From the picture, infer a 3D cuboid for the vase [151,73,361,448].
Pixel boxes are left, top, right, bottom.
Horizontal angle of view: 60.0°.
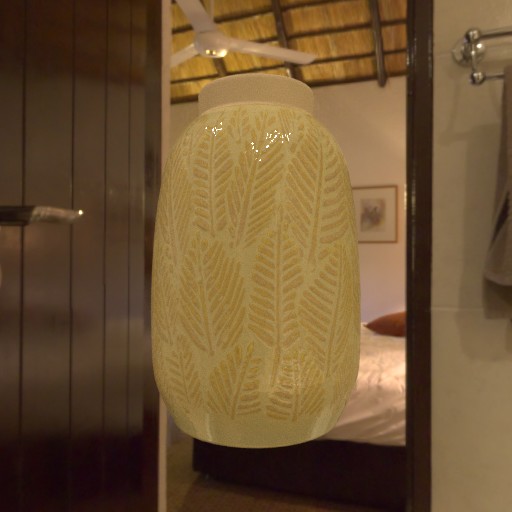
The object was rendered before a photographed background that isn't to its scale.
[{"bbox_3d":[0.000,0.000,0.374,0.172,0.270,0.172,0,-1,0],"label":"vase"}]
